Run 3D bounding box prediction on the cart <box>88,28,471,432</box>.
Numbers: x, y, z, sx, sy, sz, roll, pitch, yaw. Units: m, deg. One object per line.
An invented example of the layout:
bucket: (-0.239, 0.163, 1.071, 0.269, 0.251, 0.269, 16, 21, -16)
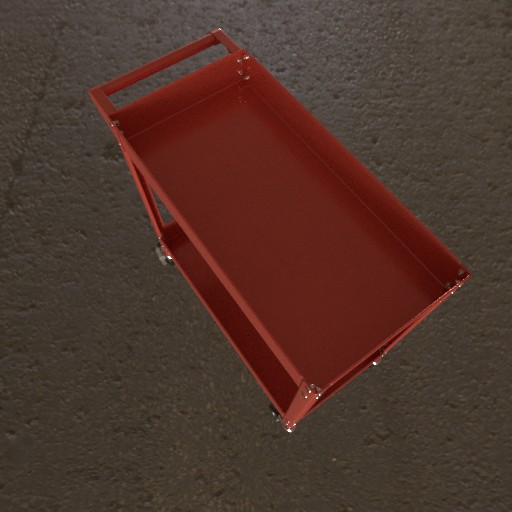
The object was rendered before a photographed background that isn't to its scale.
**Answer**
cart: (0.000, 0.000, 1.150, 0.366, 0.719, 0.779, -33, 69, -15)
